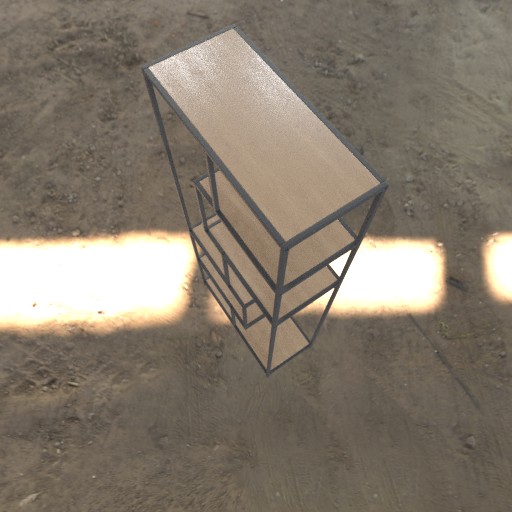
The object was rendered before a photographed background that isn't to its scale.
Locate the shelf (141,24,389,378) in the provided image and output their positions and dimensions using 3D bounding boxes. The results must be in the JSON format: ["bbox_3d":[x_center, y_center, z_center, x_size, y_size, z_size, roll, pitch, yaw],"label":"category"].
[{"bbox_3d":[0.000,0.000,2.127,0.350,1.850,0.770,-32,69,-14],"label":"shelf"}]
